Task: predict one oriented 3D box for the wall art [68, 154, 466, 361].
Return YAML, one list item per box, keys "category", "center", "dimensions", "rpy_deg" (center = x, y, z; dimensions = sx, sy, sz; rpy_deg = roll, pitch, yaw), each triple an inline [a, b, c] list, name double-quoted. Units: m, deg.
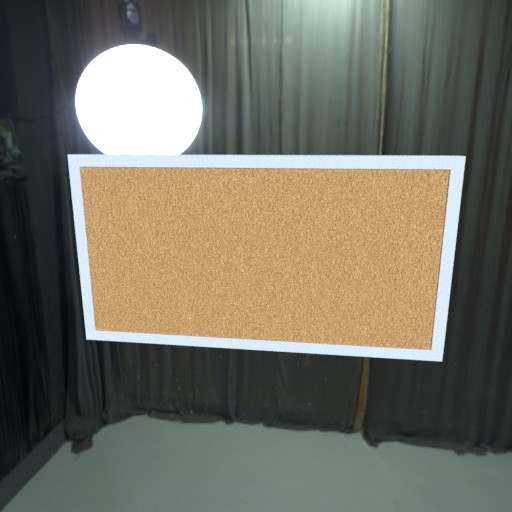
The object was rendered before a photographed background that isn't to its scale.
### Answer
- category: "wall art"
  center: [0.000, 0.000, 0.970]
  dimensions: [0.812, 0.431, 0.038]
  rpy_deg: [2, 15, 8]
